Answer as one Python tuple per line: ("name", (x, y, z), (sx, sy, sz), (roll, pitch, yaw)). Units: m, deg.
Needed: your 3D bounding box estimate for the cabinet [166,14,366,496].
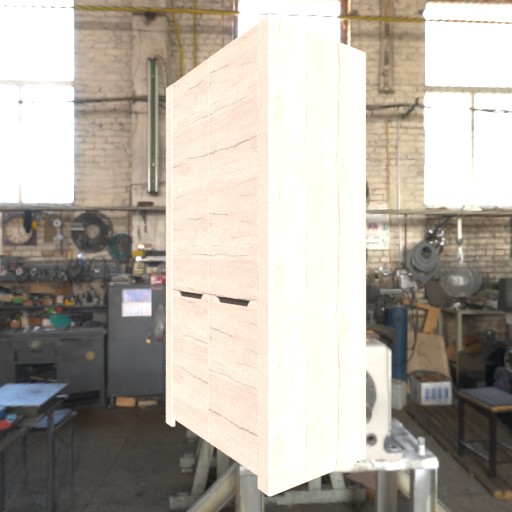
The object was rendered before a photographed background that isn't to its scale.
("cabinet", (0.000, 0.000, 2.330), (0.580, 1.930, 0.980), (0, 0, -36))
